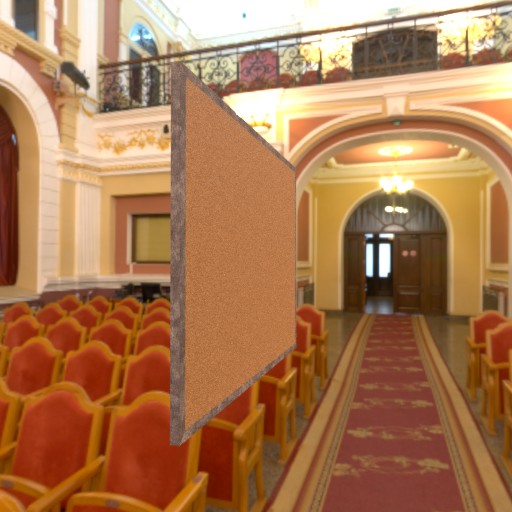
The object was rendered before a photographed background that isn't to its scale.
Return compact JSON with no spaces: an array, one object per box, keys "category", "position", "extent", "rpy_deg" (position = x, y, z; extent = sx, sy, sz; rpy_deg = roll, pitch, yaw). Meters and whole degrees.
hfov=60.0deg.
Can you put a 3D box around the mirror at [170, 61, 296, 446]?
[{"category":"mirror","position":[0.000,0.000,1.442],"extent":[0.022,0.795,1.101],"rpy_deg":[0,-1,18]}]
